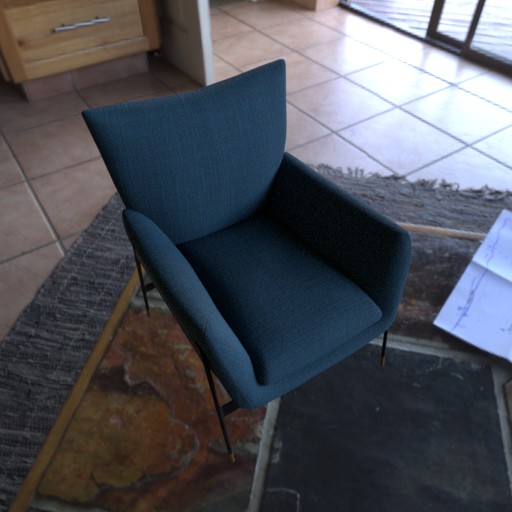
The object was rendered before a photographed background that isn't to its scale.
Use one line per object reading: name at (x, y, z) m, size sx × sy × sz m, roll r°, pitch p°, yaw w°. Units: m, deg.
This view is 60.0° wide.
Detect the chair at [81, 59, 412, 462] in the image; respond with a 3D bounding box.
chair at (0.000, 0.000, 1.407) m, size 0.678 × 0.859 × 0.769 m, roll -24°, pitch 50°, yaw -22°
